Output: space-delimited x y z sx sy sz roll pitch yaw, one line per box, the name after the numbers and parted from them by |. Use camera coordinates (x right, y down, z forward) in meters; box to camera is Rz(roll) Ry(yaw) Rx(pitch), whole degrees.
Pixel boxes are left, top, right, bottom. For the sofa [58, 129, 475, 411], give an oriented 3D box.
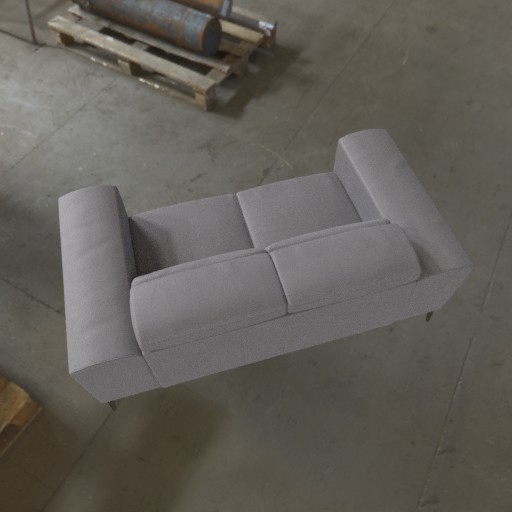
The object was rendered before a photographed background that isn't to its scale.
0.000 0.000 2.389 1.895 0.779 1.003 -14 58 -9 | sofa
